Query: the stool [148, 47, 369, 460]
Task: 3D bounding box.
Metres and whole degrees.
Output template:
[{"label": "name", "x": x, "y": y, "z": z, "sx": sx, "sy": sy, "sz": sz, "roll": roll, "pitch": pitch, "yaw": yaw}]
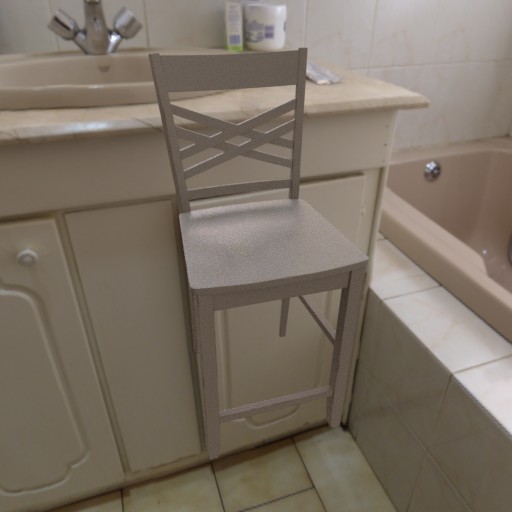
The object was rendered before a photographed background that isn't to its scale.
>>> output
[{"label": "stool", "x": 0.000, "y": 0.000, "z": 1.334, "sx": 0.462, "sy": 1.079, "sz": 0.539, "roll": -9, "pitch": 33, "yaw": -14}]
